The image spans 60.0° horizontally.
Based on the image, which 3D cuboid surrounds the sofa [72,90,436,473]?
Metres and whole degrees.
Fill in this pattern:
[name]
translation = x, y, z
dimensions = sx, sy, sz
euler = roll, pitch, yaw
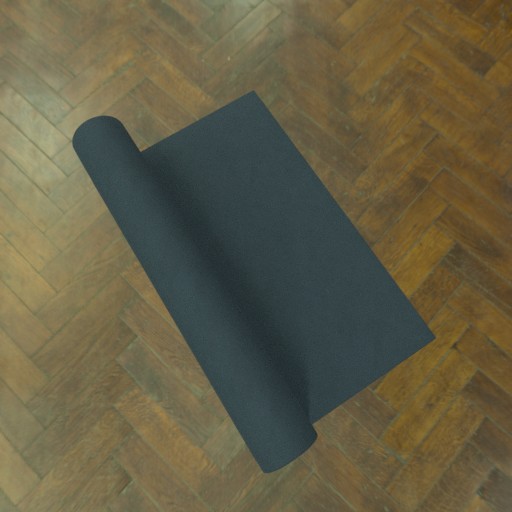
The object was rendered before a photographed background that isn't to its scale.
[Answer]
[sofa]
translation = 0.000, 0.000, 1.653
dimensions = 0.762, 0.660, 1.219
euler = -32, 77, -8
